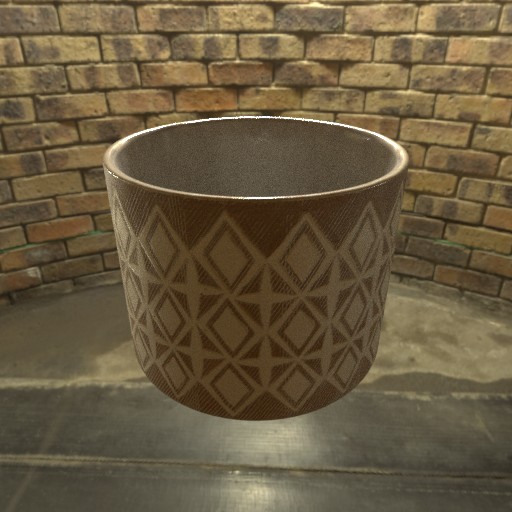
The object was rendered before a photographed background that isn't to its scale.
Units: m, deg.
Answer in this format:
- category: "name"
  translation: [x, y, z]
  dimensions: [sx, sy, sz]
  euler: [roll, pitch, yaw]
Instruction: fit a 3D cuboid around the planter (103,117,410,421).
- category: "planter"
  translation: [0.000, 0.000, 0.330]
  dimensions: [0.193, 0.165, 0.193]
  euler: [0, 29, 0]
